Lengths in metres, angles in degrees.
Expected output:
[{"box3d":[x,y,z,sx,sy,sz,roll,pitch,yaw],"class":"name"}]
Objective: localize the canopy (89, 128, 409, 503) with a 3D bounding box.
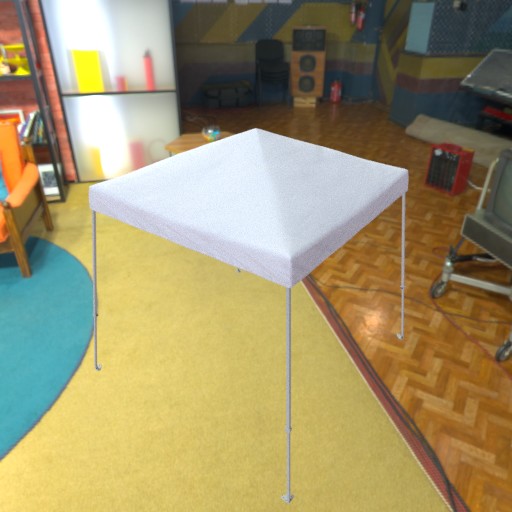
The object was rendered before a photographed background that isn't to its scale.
[{"box3d":[0.000,0.000,4.999,2.849,2.850,2.850,20,36,31],"class":"canopy"}]
